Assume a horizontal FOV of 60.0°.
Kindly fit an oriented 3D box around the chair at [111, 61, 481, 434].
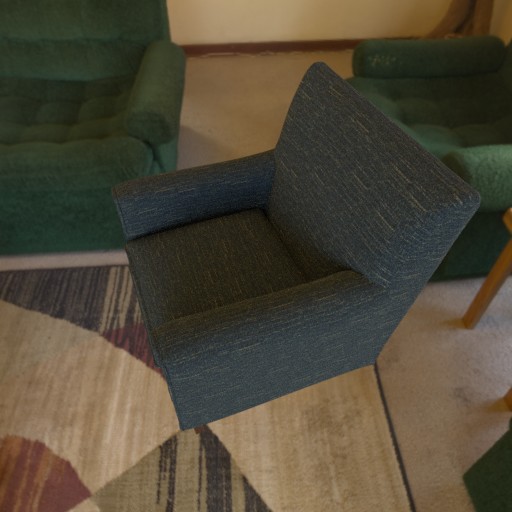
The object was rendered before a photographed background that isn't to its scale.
[{"bbox_3d":[0.000,0.000,1.582,0.873,0.928,0.864,-16,49,-15],"label":"chair"}]
